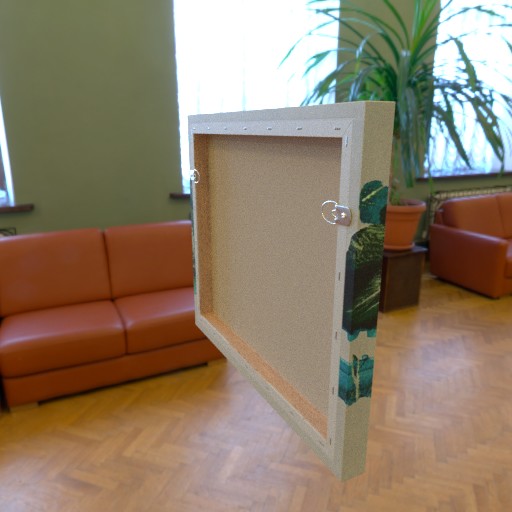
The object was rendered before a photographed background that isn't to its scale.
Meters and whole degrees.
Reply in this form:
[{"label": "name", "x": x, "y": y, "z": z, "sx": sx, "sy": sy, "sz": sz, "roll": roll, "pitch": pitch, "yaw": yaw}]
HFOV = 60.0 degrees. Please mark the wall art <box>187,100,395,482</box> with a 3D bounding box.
[{"label": "wall art", "x": 0.000, "y": 0.000, "z": 0.696, "sx": 0.041, "sy": 0.435, "sz": 0.507, "roll": -8, "pitch": 18, "yaw": -26}]
